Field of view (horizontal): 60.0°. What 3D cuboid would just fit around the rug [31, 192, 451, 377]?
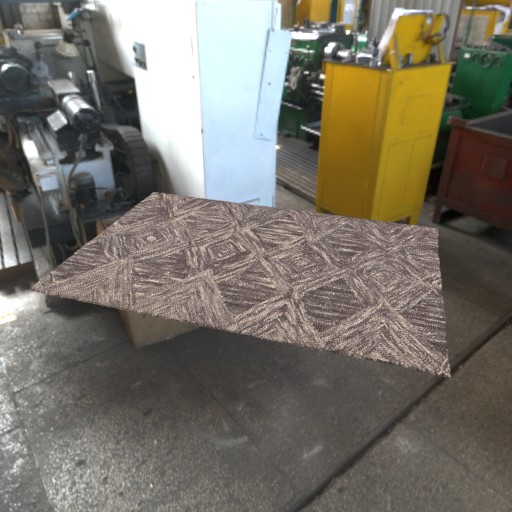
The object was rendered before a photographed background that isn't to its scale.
[{"bbox_3d":[0.000,0.000,2.280,1.814,0.012,1.186,9,32,15],"label":"rug"}]
